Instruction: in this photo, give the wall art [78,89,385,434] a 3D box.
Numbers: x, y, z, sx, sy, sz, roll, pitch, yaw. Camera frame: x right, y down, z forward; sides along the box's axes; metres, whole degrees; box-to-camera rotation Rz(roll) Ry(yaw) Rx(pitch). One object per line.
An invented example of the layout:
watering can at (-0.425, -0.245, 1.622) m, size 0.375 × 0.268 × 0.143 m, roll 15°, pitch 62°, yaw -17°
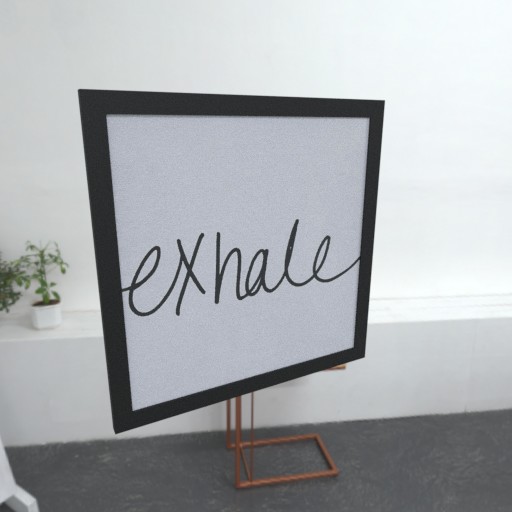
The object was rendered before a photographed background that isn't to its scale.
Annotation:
wall art at (0.000, 0.000, 0.524) m, size 0.358 × 0.357 × 0.012 m, roll -9°, pitch 18°, yaw -27°
